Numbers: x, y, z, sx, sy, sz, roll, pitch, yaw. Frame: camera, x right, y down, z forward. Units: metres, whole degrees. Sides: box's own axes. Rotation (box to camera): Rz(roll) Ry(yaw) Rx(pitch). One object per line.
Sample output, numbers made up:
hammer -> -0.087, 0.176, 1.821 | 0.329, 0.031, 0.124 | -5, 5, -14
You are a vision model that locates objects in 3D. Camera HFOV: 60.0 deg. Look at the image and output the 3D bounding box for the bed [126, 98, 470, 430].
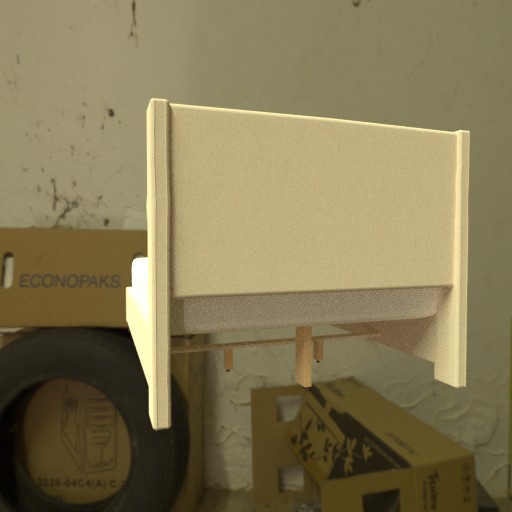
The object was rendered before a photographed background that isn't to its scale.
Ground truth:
bed -> 0.000, 0.000, 3.314 | 1.778, 1.471, 2.293 | -1, 2, -19
